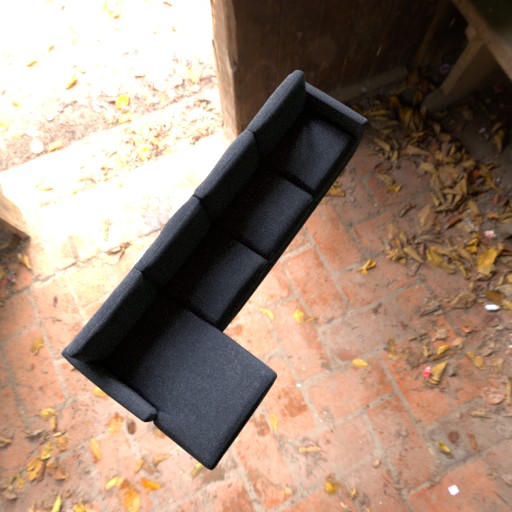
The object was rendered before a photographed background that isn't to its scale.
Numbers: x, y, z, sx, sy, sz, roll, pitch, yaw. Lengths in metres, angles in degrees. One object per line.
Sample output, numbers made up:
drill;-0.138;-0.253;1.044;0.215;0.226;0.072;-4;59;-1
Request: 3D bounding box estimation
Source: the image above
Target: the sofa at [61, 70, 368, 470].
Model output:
sofa;0.000;0.000;3.515;1.350;0.810;2.932;34;77;9
